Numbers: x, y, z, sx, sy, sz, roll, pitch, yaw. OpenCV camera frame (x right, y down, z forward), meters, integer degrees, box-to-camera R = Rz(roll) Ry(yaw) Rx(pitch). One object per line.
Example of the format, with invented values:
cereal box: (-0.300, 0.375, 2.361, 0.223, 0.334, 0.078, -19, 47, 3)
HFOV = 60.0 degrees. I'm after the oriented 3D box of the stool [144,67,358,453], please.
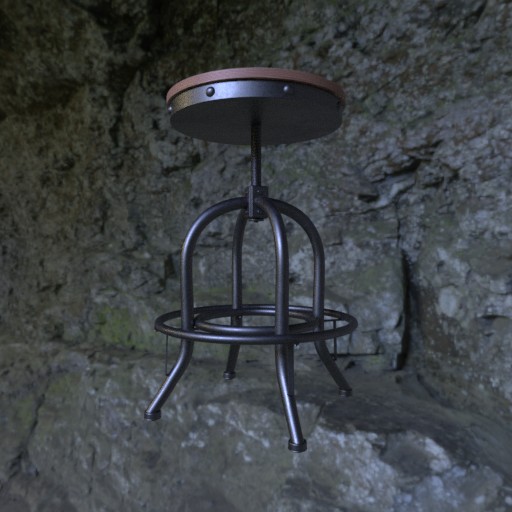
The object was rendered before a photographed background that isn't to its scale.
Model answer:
stool: (0.000, 0.000, 0.887, 0.439, 0.609, 0.439, 0, 1, -19)
